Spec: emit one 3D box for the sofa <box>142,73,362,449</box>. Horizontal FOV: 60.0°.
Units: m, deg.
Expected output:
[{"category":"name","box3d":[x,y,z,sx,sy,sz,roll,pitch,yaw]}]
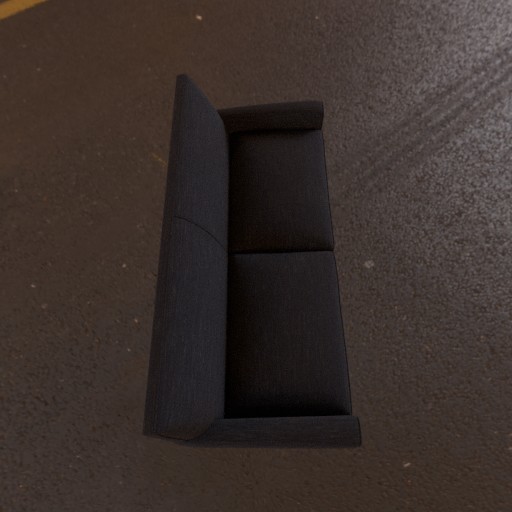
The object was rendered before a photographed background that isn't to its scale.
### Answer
[{"category":"sofa","box3d":[0.000,0.000,2.440,0.875,0.846,1.976,-1,63,0]}]
